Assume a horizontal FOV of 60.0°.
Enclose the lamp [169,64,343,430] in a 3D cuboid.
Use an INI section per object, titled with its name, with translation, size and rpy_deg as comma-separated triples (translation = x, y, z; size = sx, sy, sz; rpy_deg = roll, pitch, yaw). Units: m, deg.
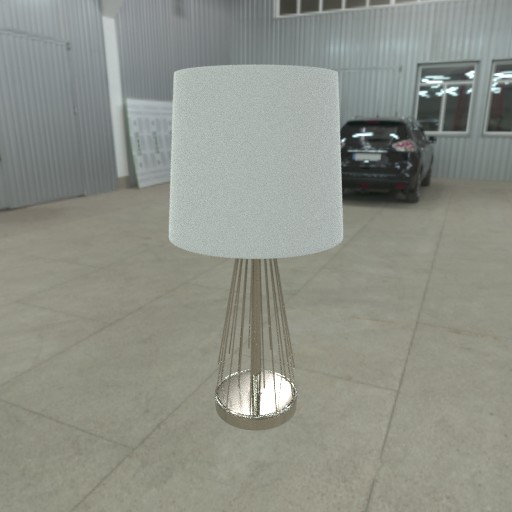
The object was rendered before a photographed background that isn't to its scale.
[lamp]
translation = 0.000, 0.000, 0.796
size = 0.303, 0.618, 0.303
rpy_deg = 0, 17, 0
